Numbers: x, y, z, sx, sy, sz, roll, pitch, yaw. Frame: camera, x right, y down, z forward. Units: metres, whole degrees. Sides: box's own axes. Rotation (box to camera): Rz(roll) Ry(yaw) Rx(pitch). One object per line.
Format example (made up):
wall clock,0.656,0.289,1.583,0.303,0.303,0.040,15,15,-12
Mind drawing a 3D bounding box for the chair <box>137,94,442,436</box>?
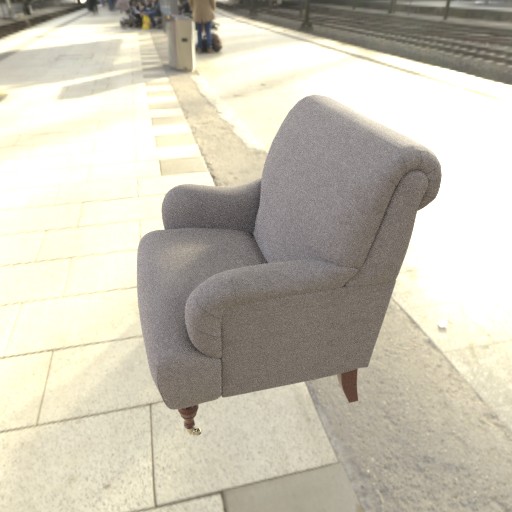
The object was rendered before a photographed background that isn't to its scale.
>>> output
chair,0.000,0.000,1.558,0.843,0.942,0.766,-8,32,-13
